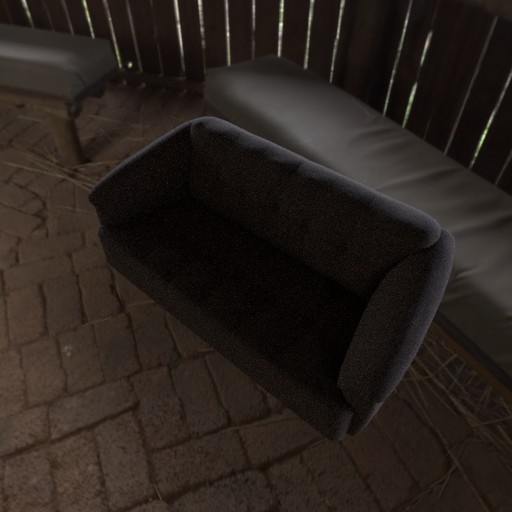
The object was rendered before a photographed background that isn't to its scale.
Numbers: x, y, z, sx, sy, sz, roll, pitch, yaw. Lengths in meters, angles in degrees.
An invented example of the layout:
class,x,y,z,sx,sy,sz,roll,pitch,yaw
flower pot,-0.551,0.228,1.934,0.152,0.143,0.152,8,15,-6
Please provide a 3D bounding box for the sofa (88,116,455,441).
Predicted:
class,x,y,z,sx,sy,sz,roll,pitch,yaw
sofa,0.000,0.000,2.303,1.849,0.790,0.887,32,54,27
